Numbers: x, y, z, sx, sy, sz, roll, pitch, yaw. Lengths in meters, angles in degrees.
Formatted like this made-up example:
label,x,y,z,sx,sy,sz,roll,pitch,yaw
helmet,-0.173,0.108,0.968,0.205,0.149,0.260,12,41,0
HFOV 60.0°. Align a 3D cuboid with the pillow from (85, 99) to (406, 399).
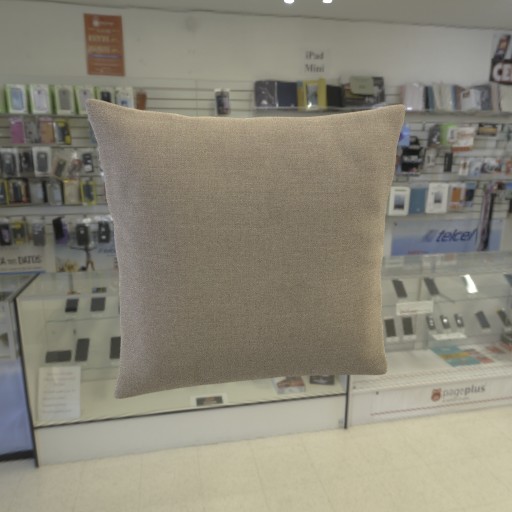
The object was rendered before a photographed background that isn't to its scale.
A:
label,x,y,z,sx,sy,sz,roll,pitch,yaw
pillow,0.000,0.000,0.773,0.523,0.510,0.166,-2,14,-9
